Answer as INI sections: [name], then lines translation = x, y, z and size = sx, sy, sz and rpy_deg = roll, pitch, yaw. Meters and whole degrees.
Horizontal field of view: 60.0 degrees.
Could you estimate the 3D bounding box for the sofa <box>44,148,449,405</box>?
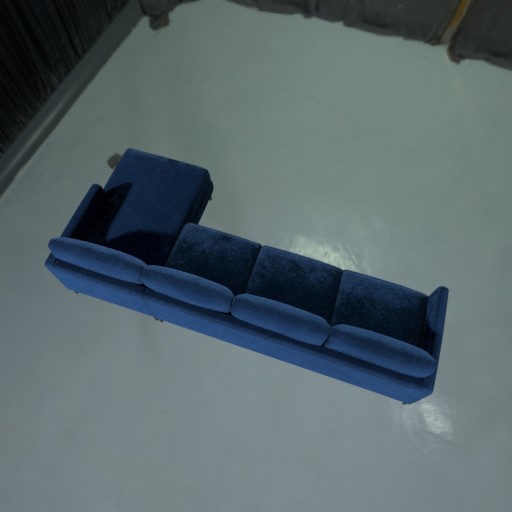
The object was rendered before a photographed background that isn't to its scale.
[sofa]
translation = 0.000, 0.000, 3.525
size = 2.932, 0.810, 1.350
rpy_deg = 17, 65, 8
